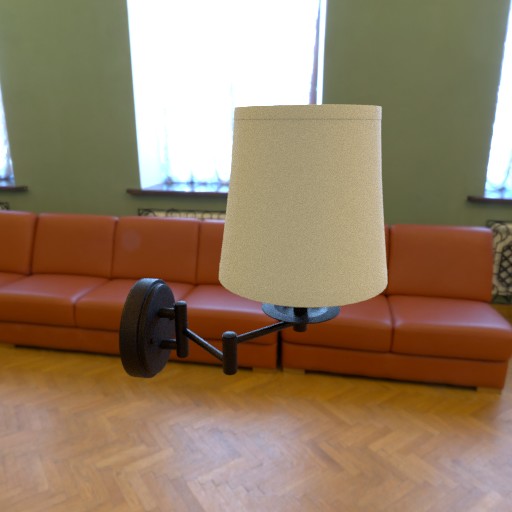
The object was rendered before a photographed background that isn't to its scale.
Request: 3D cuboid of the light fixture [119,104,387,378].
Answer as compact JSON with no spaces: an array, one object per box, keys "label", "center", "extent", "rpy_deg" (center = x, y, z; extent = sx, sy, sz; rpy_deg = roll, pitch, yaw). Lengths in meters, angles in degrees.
[{"label":"light fixture","center":[0.000,0.000,0.271],"extent":[0.157,0.172,0.100],"rpy_deg":[3,17,9]}]
